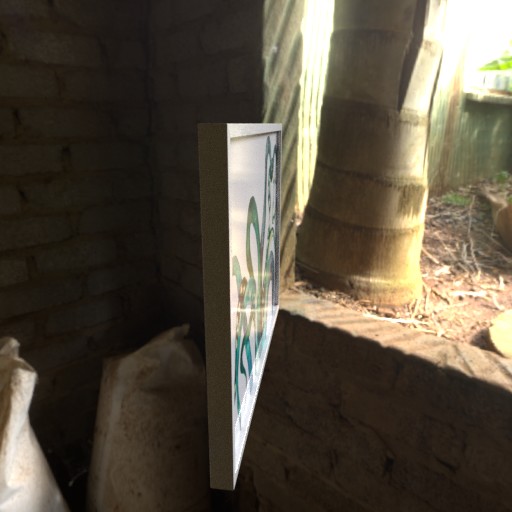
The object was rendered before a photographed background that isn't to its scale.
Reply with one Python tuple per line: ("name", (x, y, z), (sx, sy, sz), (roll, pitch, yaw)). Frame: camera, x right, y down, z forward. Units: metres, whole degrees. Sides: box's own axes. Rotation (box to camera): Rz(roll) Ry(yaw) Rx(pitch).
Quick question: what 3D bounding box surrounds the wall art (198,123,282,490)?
("wall art", (0.000, 0.000, 1.377), (0.053, 0.787, 1.041), (2, 17, 8))
